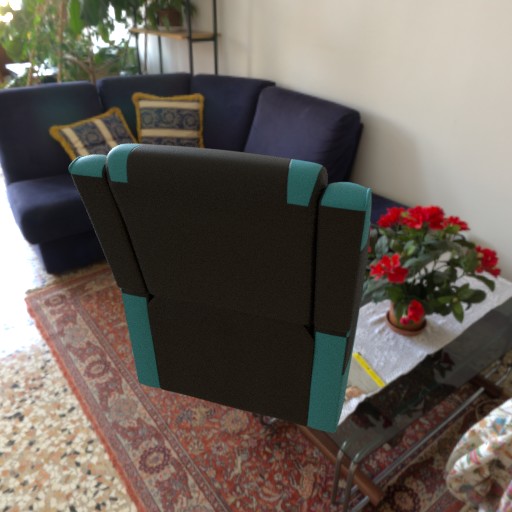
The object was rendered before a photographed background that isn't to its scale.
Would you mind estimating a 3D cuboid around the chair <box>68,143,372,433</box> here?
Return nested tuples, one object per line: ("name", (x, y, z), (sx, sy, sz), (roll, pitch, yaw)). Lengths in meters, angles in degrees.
("chair", (0.000, 0.000, 1.289), (0.620, 0.805, 0.672), (9, 33, 15))
